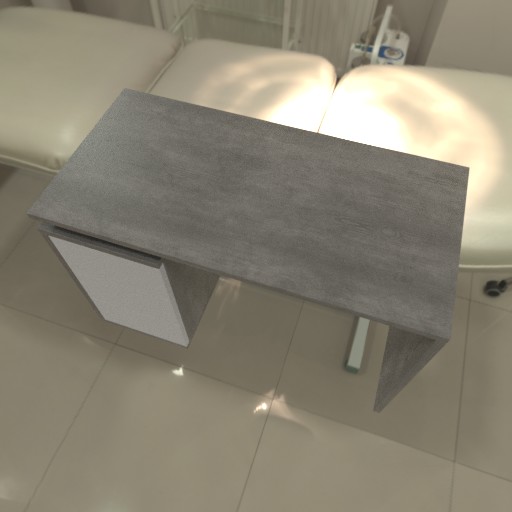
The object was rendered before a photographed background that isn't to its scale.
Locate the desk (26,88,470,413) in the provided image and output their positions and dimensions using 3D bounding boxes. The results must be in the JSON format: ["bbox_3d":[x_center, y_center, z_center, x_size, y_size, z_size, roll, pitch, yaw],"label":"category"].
[{"bbox_3d":[0.000,0.000,1.641,1.200,0.740,0.600,16,59,10],"label":"desk"}]
